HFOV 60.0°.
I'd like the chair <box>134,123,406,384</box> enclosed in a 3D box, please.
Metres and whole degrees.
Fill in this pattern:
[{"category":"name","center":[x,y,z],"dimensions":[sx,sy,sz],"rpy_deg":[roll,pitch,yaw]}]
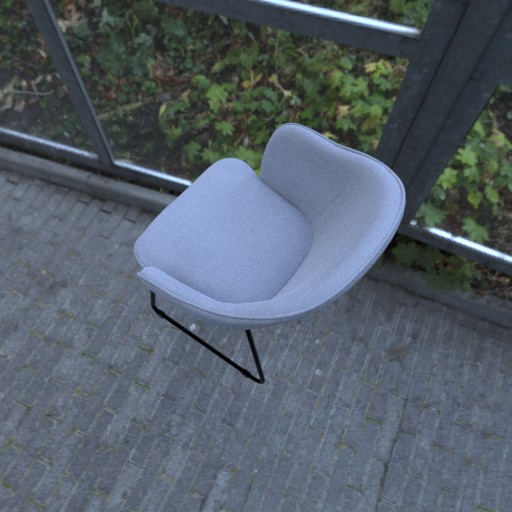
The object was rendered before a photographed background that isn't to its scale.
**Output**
[{"category":"chair","center":[0.000,0.000,1.245],"dimensions":[0.592,0.817,0.570],"rpy_deg":[35,69,15]}]
